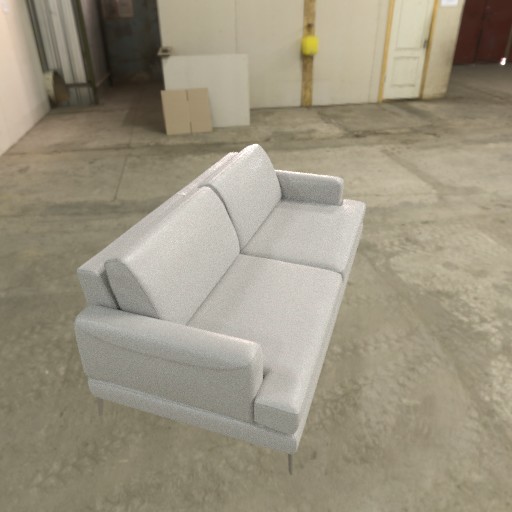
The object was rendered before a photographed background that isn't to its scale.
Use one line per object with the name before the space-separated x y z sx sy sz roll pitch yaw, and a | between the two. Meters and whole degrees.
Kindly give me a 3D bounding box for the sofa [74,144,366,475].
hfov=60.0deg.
sofa | 0.000 0.000 2.427 0.974 0.765 1.940 10 32 16
